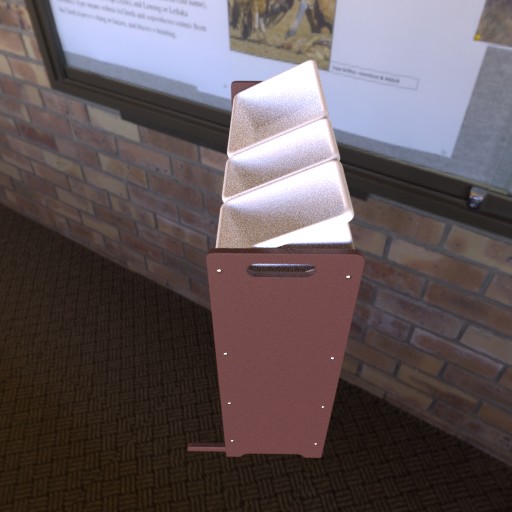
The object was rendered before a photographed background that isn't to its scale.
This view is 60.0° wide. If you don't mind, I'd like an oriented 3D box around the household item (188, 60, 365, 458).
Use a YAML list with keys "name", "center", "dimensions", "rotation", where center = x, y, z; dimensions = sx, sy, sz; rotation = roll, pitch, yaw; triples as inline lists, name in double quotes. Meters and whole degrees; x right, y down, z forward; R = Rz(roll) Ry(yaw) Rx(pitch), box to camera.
- name: "household item"
  center: [0.000, 0.000, 1.287]
  dimensions: [0.389, 0.864, 0.787]
  rotation: [1, 42, 1]
